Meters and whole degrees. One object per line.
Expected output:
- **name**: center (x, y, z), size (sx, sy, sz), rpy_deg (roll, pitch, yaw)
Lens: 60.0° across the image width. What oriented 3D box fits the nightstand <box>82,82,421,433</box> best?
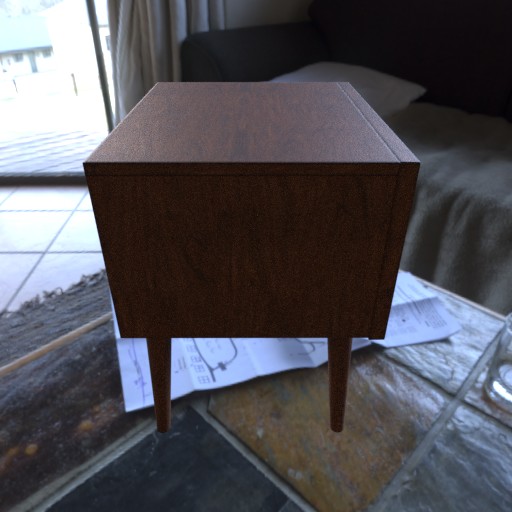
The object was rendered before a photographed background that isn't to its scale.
- **nightstand**: center (0.000, 0.000, 0.947), size (0.445, 0.607, 0.521), rpy_deg (0, 32, 0)
